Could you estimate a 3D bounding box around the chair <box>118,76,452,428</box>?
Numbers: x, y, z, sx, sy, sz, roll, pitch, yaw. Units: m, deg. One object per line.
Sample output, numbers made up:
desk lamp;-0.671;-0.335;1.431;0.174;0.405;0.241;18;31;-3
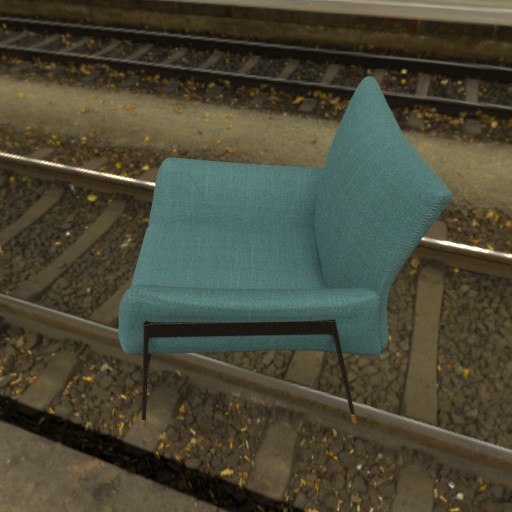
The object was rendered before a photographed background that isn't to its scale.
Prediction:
chair;0.000;0.000;1.360;0.769;0.859;0.678;-1;40;-1
